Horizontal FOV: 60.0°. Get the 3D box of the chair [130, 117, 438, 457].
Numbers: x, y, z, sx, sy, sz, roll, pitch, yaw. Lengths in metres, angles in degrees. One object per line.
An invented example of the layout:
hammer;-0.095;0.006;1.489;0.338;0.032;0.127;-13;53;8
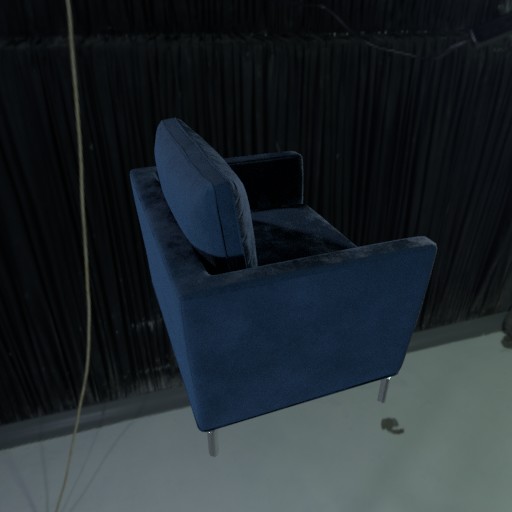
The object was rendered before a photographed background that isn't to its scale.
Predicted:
chair;0.000;0.000;1.628;0.746;0.893;0.977;-11;32;-18
